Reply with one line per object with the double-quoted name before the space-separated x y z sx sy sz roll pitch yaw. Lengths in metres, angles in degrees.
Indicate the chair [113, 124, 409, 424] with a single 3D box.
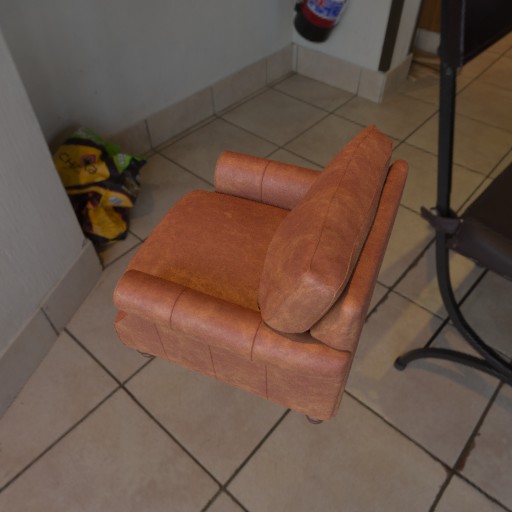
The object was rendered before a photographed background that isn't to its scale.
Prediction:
"chair" 0.000 0.000 1.834 0.986 0.962 0.983 17 49 15
